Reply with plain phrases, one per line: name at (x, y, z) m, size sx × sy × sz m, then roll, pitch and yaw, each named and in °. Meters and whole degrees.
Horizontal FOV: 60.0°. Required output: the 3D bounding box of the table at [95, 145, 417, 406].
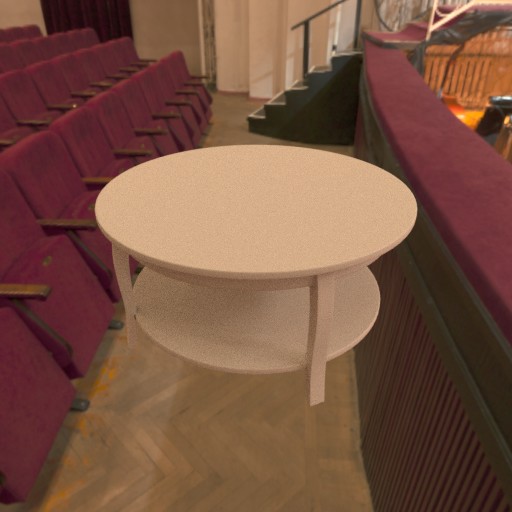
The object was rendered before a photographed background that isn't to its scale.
table at (0.000, 0.000, 1.426) m, size 0.910 × 0.457 × 0.910 m, roll 0°, pitch 30°, yaw 0°
